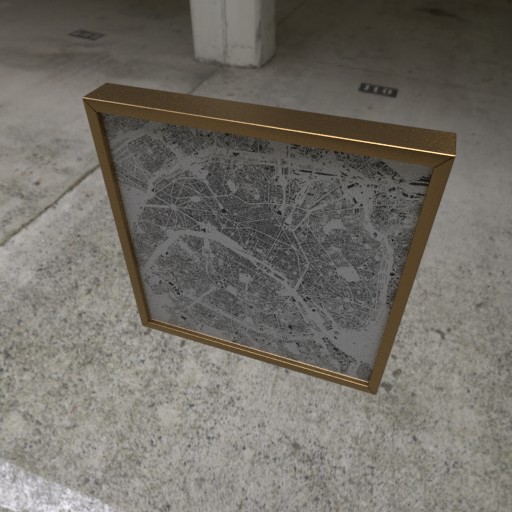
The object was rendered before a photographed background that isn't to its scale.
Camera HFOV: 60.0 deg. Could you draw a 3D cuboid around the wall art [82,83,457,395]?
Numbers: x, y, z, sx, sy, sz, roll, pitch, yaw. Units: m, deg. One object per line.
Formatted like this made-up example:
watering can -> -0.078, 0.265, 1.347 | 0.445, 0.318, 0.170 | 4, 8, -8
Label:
wall art -> 0.000, 0.000, 0.456 | 0.305, 0.305, 0.037 | 13, 43, 15
